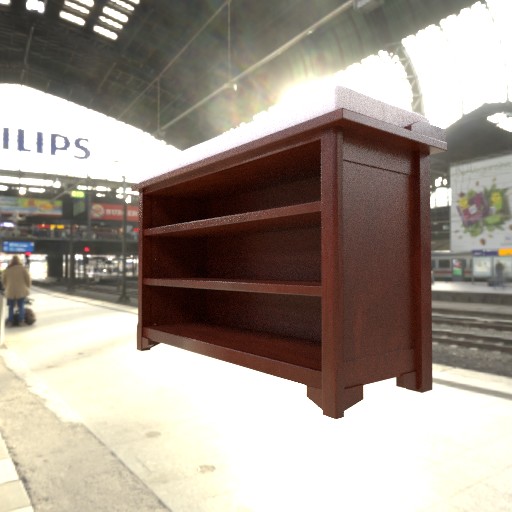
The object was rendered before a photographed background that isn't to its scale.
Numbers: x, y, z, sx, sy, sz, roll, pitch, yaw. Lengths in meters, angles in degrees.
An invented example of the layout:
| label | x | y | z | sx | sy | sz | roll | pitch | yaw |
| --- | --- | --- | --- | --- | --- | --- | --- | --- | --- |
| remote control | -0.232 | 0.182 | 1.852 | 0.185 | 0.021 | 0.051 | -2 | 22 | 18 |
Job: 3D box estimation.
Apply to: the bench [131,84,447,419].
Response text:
| label | x | y | z | sx | sy | sz | roll | pitch | yaw |
| --- | --- | --- | --- | --- | --- | --- | --- | --- | --- |
| bench | 0.000 | 0.000 | 1.312 | 0.369 | 0.646 | 0.987 | 1 | -2 | -38 |
